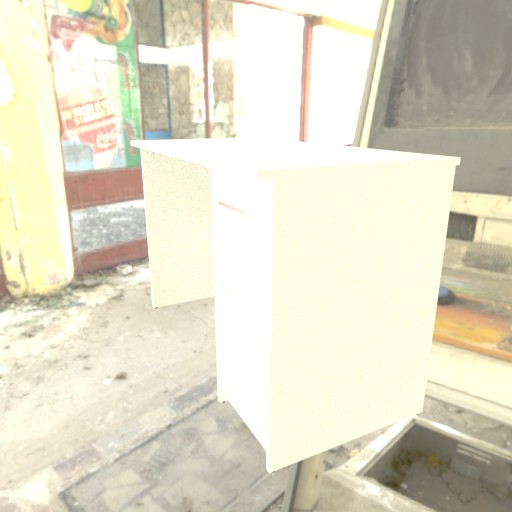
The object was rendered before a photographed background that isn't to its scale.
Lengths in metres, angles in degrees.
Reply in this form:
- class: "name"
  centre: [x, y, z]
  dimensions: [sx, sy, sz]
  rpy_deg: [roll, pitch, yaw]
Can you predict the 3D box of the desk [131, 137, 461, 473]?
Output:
- class: "desk"
  centre: [0.000, 0.000, 1.535]
  dimensions: [0.560, 0.735, 1.097]
  rpy_deg: [-9, 20, -26]
